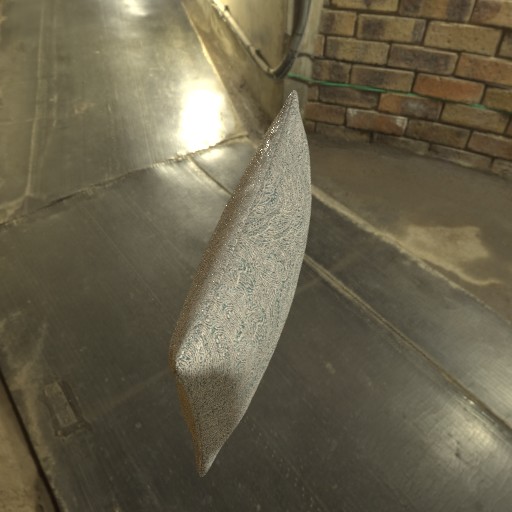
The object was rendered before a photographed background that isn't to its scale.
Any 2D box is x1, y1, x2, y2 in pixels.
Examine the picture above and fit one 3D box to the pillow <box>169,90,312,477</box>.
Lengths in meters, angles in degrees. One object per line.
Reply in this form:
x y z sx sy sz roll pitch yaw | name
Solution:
0.000 0.000 0.735 0.151 0.295 0.615 10 46 10 | pillow
